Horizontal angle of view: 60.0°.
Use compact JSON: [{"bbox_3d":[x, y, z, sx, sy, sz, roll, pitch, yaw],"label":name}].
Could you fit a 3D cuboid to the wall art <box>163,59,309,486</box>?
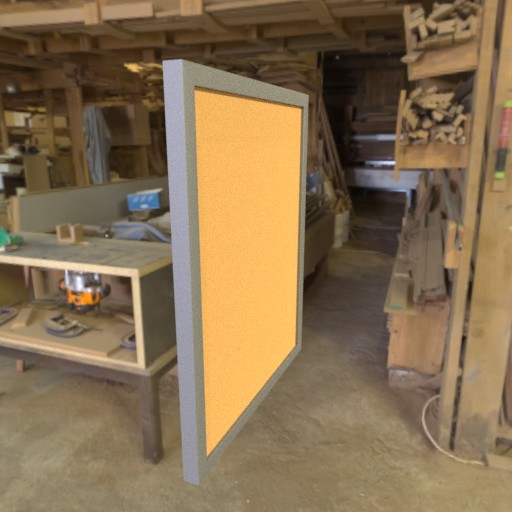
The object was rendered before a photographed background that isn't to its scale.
[{"bbox_3d":[0.000,0.000,0.761,0.029,0.558,0.458,7,16,23],"label":"wall art"}]
